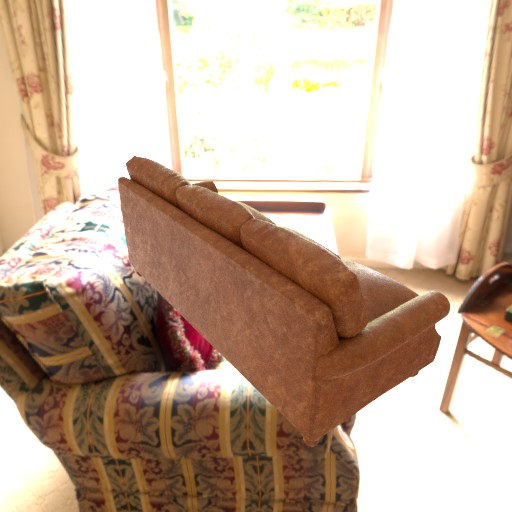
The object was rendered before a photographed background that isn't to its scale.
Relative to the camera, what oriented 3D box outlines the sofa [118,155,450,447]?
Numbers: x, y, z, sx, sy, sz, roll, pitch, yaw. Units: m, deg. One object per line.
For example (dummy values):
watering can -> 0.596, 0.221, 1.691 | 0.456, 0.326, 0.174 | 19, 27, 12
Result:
sofa -> 0.000, 0.000, 2.887 | 0.973, 0.977, 2.351 | -19, 33, -32
